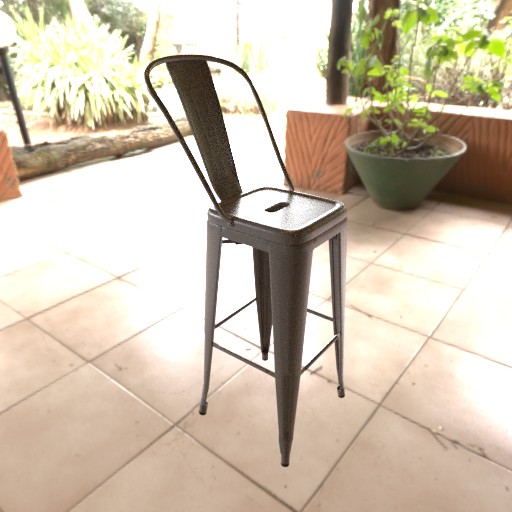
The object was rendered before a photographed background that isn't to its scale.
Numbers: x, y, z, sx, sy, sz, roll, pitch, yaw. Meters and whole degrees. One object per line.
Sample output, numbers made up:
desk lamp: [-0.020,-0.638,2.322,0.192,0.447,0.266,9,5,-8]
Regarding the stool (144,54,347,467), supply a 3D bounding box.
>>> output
stool: [0.000,0.000,1.333,0.513,1.096,0.399,18,32,33]
